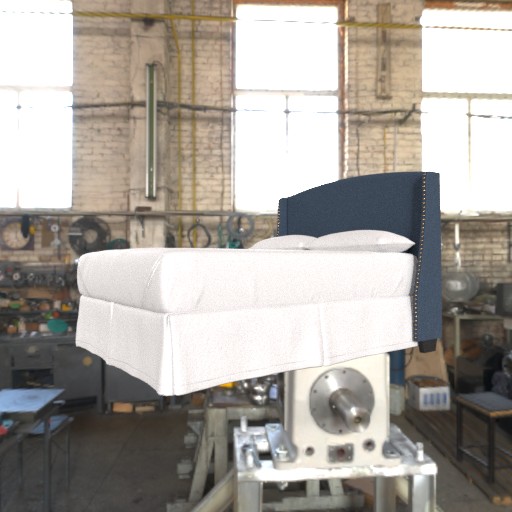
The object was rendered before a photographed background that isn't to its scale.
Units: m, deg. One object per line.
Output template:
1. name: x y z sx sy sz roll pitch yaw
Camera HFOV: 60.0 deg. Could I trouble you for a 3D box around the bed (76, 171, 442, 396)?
1. bed: 0.000 0.000 3.353 2.237 1.407 1.710 1 -1 -36
